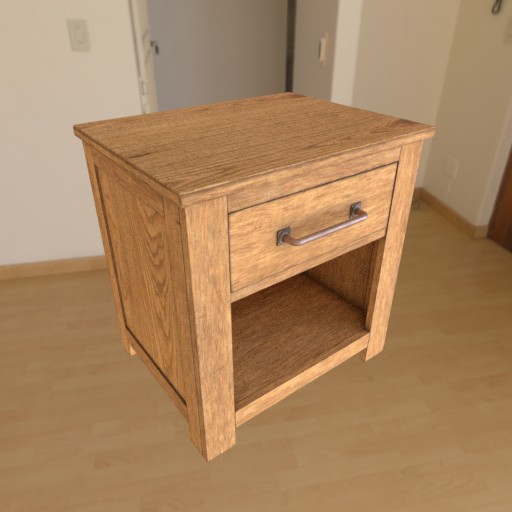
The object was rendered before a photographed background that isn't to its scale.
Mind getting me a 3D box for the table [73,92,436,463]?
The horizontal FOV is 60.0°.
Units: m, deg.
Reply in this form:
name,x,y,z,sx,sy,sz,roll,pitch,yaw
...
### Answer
name,x,y,z,sx,sy,sz,roll,pitch,yaw
table,0.000,0.000,1.080,0.601,0.625,0.494,-21,37,-31
